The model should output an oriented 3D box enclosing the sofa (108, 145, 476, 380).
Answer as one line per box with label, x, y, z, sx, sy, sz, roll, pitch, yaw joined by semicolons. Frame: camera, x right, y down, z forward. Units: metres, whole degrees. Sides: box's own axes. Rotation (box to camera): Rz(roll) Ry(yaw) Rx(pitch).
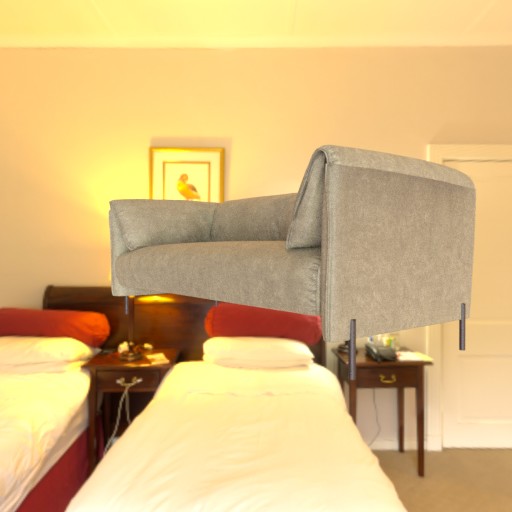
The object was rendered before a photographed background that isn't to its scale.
sofa;0.000;0.000;2.290;0.905;0.747;1.878;0;1;-38
